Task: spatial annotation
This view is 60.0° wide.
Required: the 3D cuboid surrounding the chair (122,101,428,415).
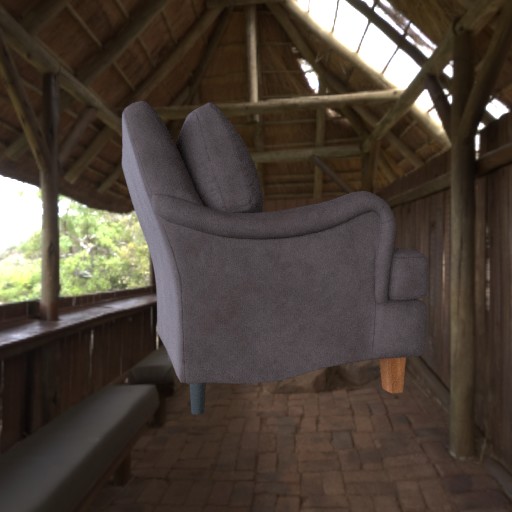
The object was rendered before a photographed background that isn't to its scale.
[{"bbox_3d":[0.000,0.000,1.850,1.070,0.997,0.955,0,0,-17],"label":"chair"}]
